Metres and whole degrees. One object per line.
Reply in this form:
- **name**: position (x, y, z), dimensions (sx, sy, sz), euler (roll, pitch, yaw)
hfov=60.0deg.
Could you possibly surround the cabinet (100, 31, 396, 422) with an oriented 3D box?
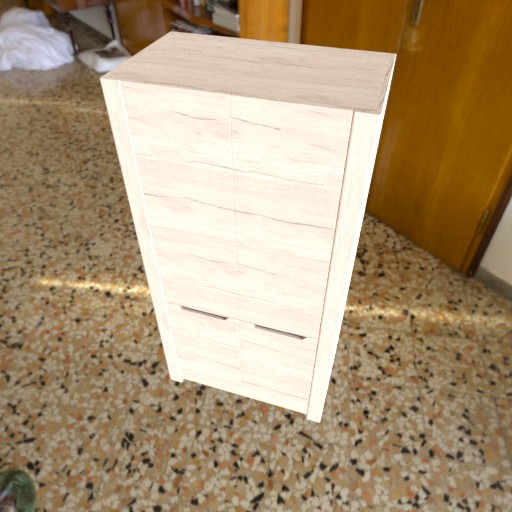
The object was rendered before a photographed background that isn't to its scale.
- **cabinet**: position (0.000, 0.000, 2.307), dimensions (0.980, 1.930, 0.580), euler (12, 44, 13)
